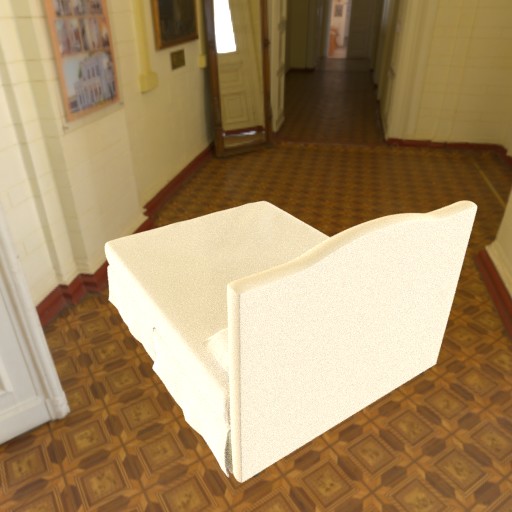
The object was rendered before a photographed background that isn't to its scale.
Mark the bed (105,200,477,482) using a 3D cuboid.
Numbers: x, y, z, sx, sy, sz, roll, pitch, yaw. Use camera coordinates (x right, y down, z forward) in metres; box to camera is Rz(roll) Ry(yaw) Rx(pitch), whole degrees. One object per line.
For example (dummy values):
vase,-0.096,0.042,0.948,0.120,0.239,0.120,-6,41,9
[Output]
bed,0.000,0.000,3.388,1.821,1.436,2.282,-18,35,-29
